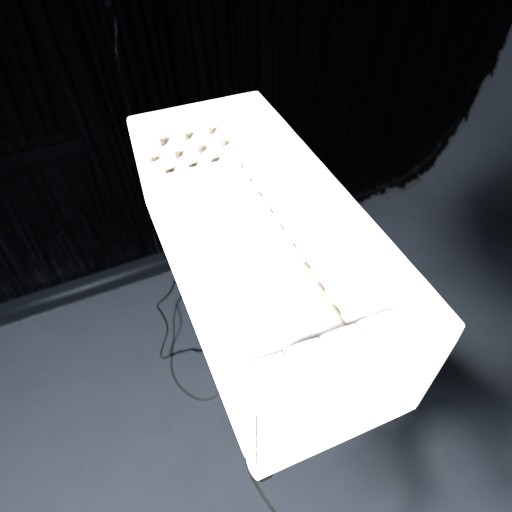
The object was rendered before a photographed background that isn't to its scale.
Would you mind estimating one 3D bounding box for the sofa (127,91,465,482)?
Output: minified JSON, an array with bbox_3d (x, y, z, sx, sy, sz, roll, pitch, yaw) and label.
[{"bbox_3d":[0.000,0.000,2.191,0.775,0.762,1.778,-17,49,-15],"label":"sofa"}]
